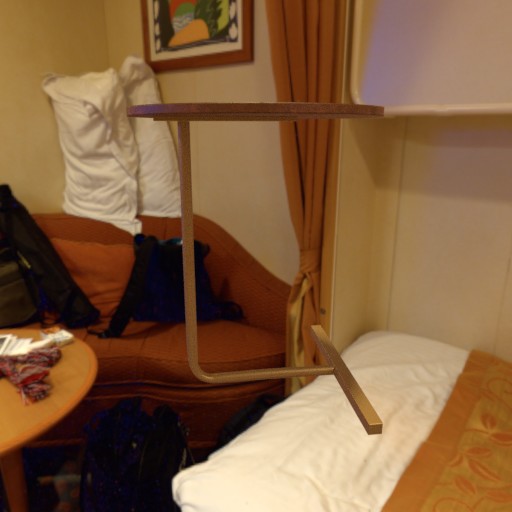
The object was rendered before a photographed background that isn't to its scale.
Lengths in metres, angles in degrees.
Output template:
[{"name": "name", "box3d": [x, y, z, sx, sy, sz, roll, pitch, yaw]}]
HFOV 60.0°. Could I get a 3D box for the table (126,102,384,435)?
[{"name": "table", "box3d": [0.000, 0.000, 1.118, 0.577, 0.706, 0.530, -2, 16, -7]}]
